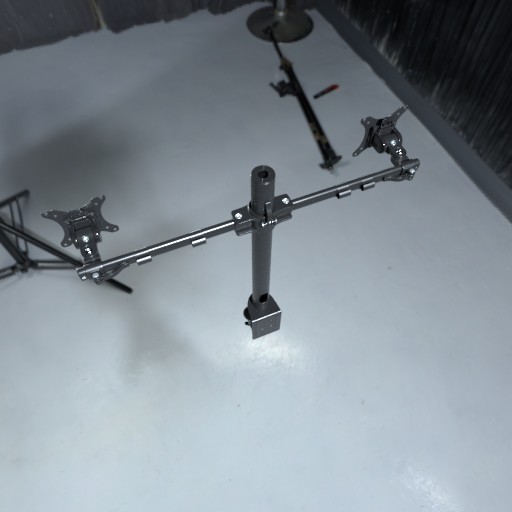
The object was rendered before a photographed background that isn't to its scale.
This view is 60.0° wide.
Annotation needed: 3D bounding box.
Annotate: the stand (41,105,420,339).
[{"bbox_3d":[0.000,0.000,1.014,0.743,0.603,0.150,-19,60,-12],"label":"stand"}]
